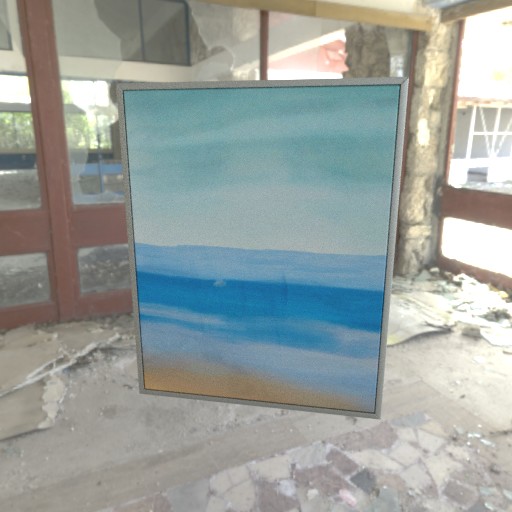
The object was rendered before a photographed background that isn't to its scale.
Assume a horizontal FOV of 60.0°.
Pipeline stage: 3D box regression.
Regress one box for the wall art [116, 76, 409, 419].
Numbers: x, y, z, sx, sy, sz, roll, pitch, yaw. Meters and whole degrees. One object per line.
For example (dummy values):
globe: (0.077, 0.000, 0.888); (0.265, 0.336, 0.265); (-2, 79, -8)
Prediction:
wall art: (0.000, 0.000, 0.751); (0.445, 0.553, 0.039); (3, 15, 10)
